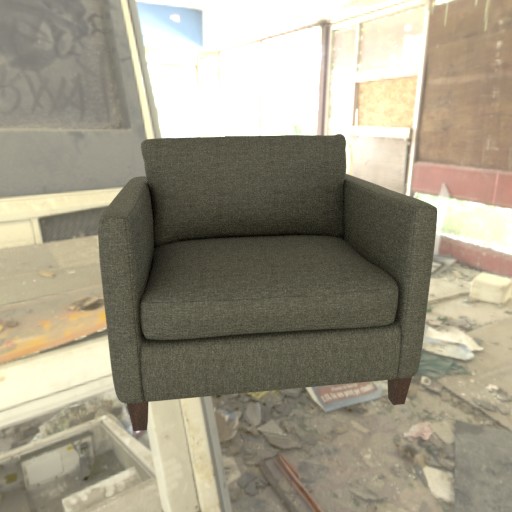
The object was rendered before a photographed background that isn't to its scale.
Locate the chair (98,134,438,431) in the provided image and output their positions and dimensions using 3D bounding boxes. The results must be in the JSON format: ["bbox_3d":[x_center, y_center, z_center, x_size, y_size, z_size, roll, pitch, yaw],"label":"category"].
[{"bbox_3d":[0.000,0.000,1.858,1.107,0.963,0.959,-3,18,-8],"label":"chair"}]
